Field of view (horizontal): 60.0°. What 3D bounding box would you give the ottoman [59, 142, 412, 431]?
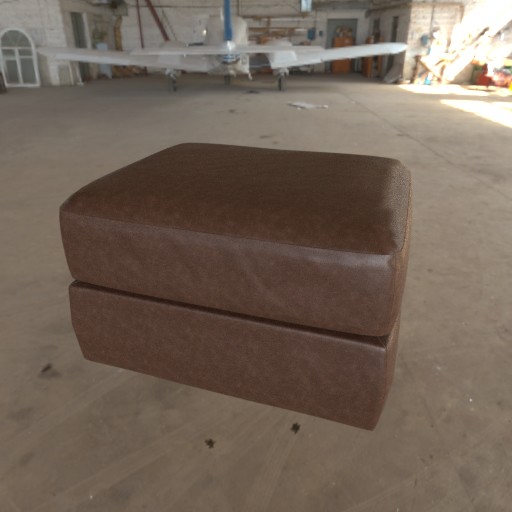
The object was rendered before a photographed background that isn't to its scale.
[{"bbox_3d":[0.000,0.000,1.153,0.751,0.476,0.603,9,28,17],"label":"ottoman"}]
